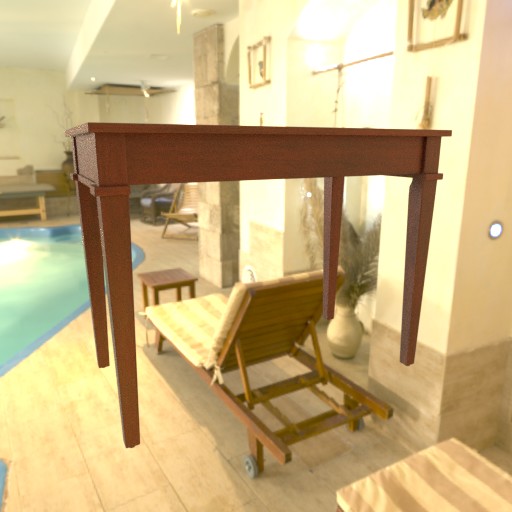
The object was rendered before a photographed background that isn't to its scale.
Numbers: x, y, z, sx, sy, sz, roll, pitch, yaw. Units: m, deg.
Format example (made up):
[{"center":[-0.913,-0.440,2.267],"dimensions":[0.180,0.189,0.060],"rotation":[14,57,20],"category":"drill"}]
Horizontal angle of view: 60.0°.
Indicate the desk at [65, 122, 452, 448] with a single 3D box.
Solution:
[{"center":[0.000,0.000,1.395],"dimensions":[1.001,0.762,0.549],"rotation":[-7,16,-26],"category":"desk"}]
